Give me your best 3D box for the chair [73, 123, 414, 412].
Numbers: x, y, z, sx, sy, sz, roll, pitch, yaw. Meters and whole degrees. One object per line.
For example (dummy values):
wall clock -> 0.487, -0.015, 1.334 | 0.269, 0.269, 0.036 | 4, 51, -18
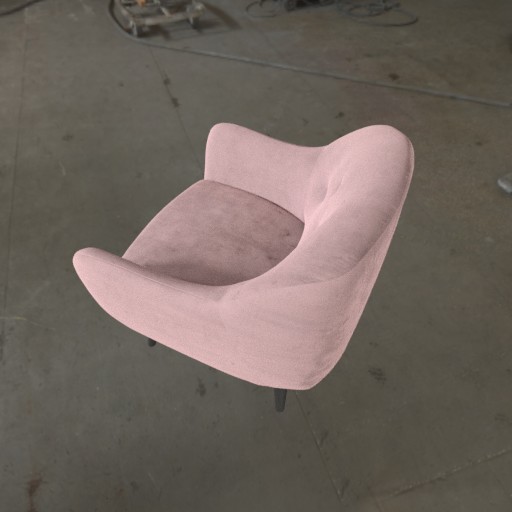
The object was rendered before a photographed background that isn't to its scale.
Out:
chair -> 0.000, 0.000, 1.501 | 0.820, 0.820, 0.840 | 19, 49, 18
